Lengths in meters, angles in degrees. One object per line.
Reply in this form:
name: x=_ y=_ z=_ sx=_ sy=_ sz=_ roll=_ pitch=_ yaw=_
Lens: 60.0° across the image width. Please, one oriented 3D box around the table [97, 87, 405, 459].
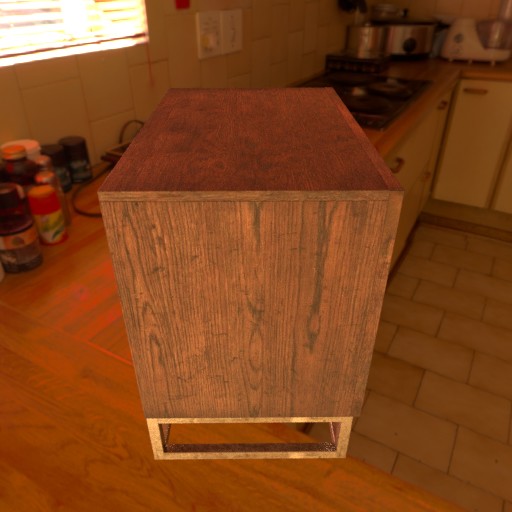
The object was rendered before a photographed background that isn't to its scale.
table: x=0.000 y=0.000 z=1.248 sx=0.542 sy=0.746 sz=0.767 roll=0 pitch=33 yaw=0
